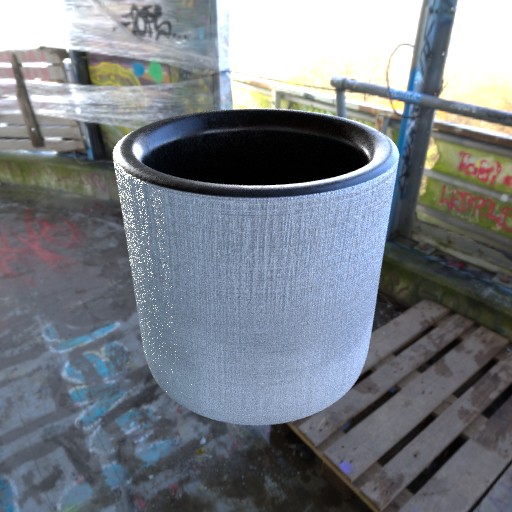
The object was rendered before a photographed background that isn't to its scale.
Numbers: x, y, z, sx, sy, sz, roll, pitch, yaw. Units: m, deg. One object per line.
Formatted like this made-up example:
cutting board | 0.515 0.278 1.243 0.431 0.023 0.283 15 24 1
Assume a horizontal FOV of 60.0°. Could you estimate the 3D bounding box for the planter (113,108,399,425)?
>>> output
planter | 0.000 0.000 0.291 0.160 0.156 0.160 0 31 0
